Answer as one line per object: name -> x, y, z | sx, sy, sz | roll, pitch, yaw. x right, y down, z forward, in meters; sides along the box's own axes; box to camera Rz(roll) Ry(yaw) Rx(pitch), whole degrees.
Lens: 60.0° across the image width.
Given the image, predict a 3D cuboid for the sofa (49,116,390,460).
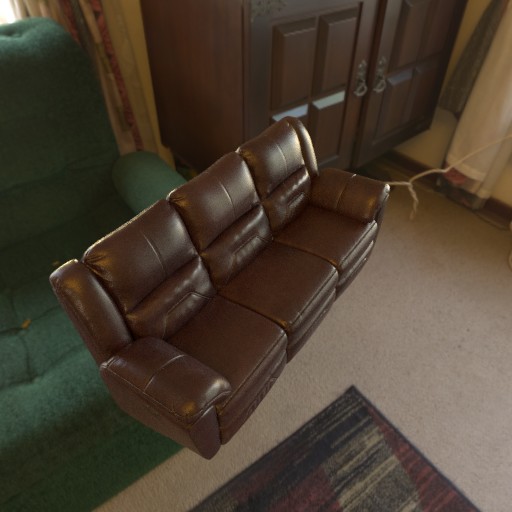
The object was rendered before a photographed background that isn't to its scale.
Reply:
sofa -> 0.000, 0.000, 2.926 | 0.991, 1.043, 2.337 | 25, 48, 25
